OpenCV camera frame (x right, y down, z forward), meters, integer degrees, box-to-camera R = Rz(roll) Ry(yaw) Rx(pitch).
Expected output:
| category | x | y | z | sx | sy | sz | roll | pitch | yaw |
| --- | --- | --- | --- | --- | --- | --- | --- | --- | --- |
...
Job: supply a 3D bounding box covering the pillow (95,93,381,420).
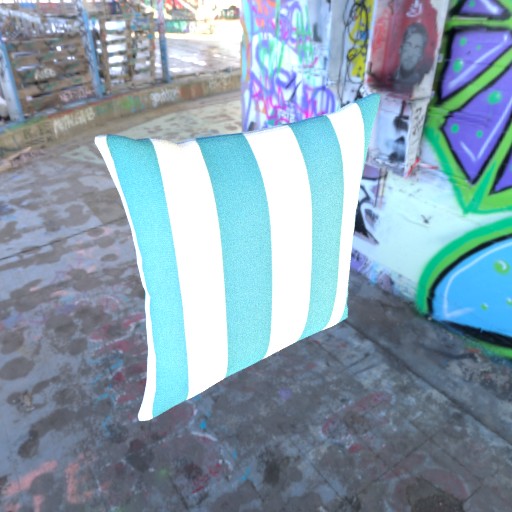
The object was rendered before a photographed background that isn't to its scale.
| category | x | y | z | sx | sy | sz | roll | pitch | yaw |
| --- | --- | --- | --- | --- | --- | --- | --- | --- | --- |
| pillow | 0.000 | 0.000 | 0.821 | 0.536 | 0.526 | 0.189 | -20 | 36 | -30 |
